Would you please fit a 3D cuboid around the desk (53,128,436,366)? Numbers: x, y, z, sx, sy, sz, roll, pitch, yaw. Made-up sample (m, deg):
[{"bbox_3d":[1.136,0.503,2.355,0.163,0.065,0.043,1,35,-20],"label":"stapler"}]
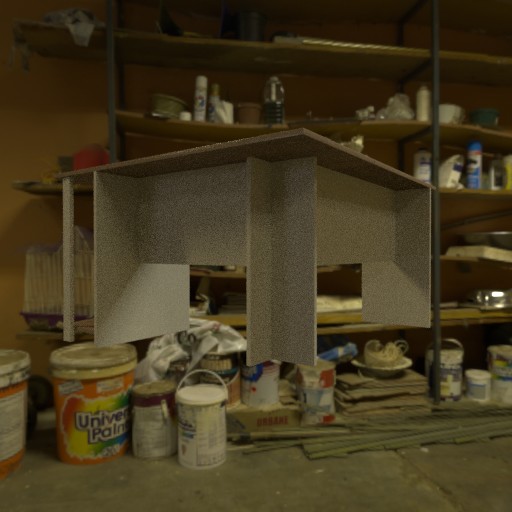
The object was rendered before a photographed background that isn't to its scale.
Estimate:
[{"bbox_3d":[0.000,0.000,2.122,1.303,0.716,1.361,0,1,36],"label":"desk"}]
